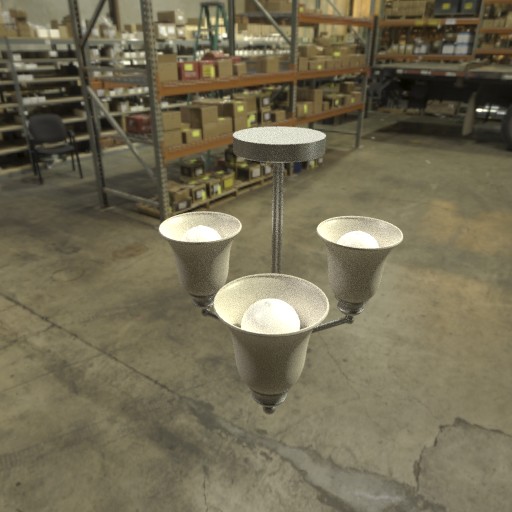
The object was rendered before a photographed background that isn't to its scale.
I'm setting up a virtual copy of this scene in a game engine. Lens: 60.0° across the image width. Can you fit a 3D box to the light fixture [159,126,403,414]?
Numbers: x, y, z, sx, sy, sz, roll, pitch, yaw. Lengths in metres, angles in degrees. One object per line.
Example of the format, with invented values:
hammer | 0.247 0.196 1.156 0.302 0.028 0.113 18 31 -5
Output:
light fixture | 0.000 0.000 0.674 0.354 0.370 0.388 17 31 31
